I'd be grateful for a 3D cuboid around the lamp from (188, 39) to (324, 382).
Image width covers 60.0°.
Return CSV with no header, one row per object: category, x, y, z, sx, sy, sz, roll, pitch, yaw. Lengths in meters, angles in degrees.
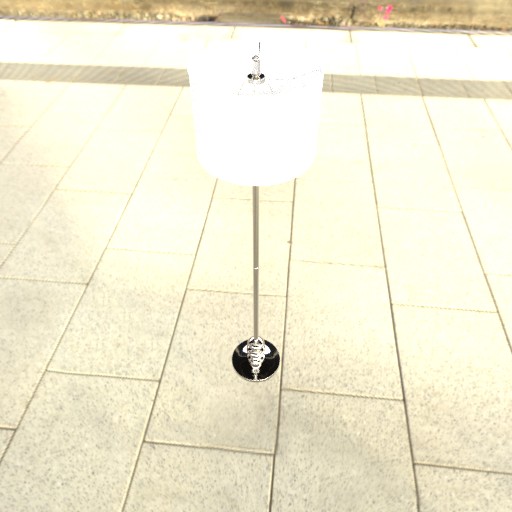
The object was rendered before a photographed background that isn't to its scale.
lamp,0.000,0.000,1.675,0.356,1.487,0.356,3,46,3
